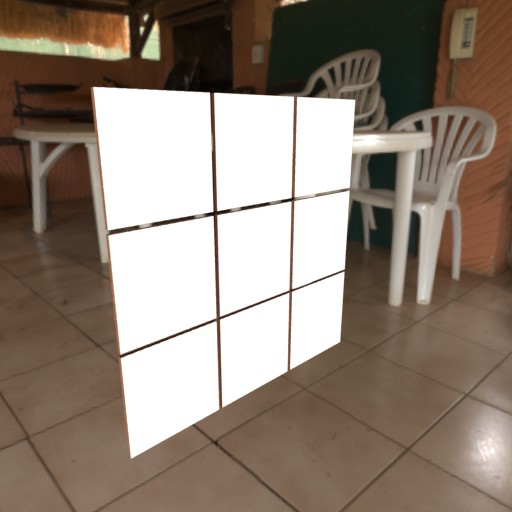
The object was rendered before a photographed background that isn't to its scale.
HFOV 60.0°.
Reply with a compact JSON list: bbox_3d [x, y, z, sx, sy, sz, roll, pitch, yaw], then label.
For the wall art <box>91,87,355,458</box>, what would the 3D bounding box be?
[{"bbox_3d":[0.000,0.000,1.823,1.256,1.246,0.017,-16,23,-41],"label":"wall art"}]
